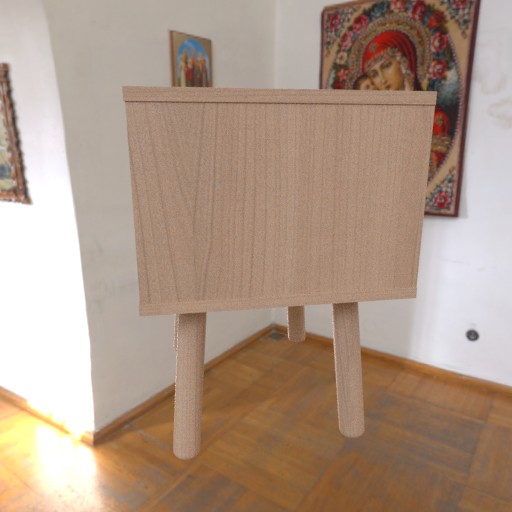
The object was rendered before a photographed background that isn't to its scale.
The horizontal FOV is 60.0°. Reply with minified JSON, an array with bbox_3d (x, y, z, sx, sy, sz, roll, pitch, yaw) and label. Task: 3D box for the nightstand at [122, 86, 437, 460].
[{"bbox_3d":[0.000,0.000,0.806,0.380,0.530,0.450,-3,16,-10],"label":"nightstand"}]
